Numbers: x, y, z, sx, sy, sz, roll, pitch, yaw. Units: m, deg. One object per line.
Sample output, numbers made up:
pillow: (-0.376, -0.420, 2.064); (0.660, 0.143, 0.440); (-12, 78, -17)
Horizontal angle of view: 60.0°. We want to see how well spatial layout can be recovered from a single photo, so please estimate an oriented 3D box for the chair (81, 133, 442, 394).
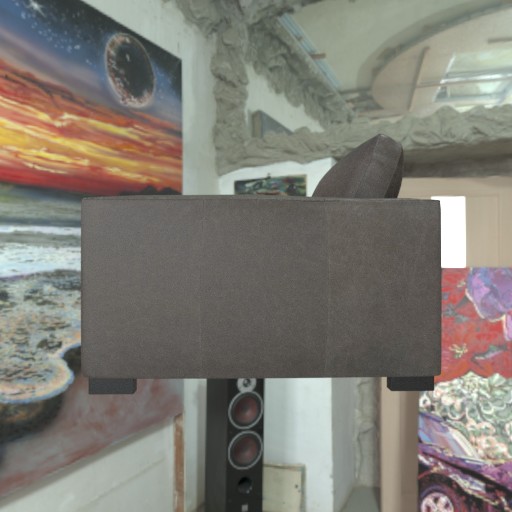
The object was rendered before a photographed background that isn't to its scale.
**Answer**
chair: (0.000, 0.000, 1.806); (1.080, 0.807, 1.106); (0, -1, -1)
